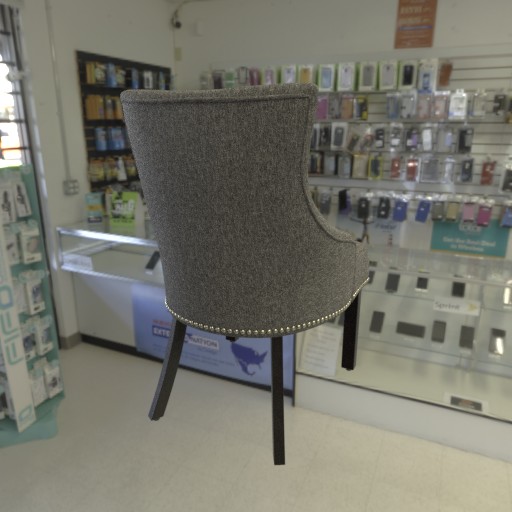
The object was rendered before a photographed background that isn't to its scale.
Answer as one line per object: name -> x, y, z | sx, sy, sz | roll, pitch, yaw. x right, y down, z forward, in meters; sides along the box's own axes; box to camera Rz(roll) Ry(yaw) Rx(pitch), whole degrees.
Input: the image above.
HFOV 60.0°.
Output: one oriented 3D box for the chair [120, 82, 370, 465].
chair -> 0.000, 0.000, 1.312 | 0.566, 0.909, 0.629 | 8, 18, 25
